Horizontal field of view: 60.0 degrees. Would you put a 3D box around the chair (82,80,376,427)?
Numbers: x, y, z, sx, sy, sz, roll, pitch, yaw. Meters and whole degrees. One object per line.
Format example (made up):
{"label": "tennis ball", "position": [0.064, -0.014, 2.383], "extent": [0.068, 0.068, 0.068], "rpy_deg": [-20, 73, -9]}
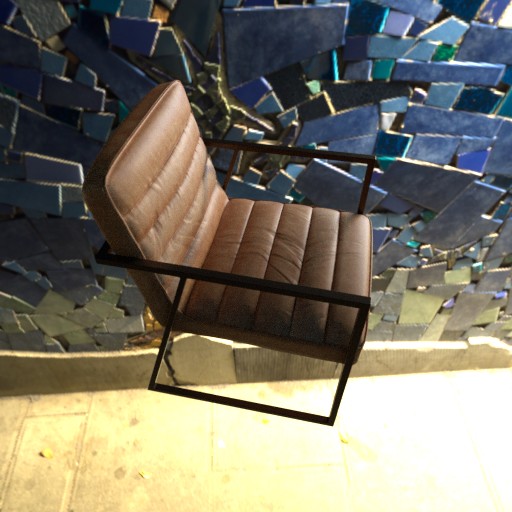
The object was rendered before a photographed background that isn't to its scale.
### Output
{"label": "chair", "position": [0.000, 0.000, 1.312], "extent": [0.677, 0.832, 0.571], "rpy_deg": [9, 47, 8]}
